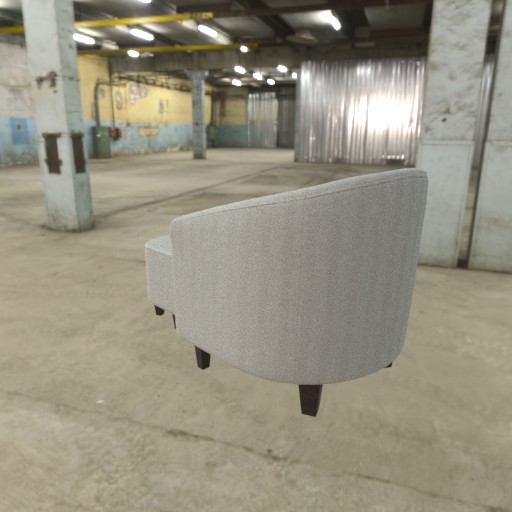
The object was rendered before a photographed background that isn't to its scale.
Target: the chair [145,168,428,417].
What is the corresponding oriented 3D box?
[{"bbox_3d":[0.000,0.000,1.788,0.756,0.757,1.288,-14,20,-42],"label":"chair"}]
